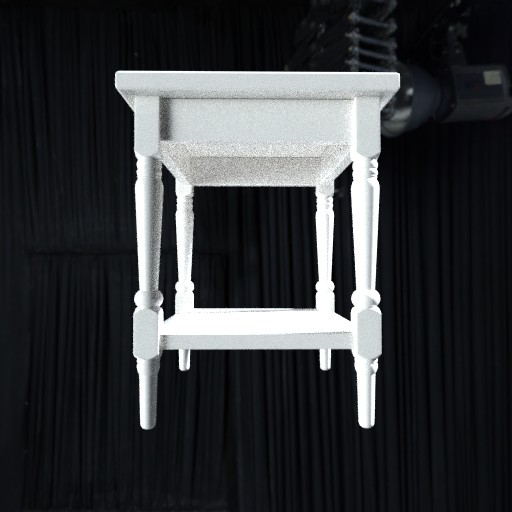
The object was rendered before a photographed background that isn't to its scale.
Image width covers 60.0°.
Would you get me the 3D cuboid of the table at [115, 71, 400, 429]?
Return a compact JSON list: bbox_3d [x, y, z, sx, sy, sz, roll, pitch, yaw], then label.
[{"bbox_3d":[0.000,0.000,0.925,0.442,0.565,0.488,0,-1,-1],"label":"table"}]
